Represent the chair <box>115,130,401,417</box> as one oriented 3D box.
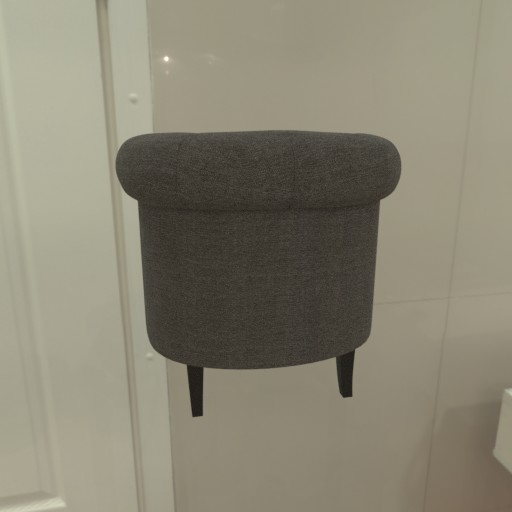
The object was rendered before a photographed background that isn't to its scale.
[{"bbox_3d":[0.000,0.000,1.541,0.905,0.827,0.852,-3,15,-12],"label":"chair"}]
